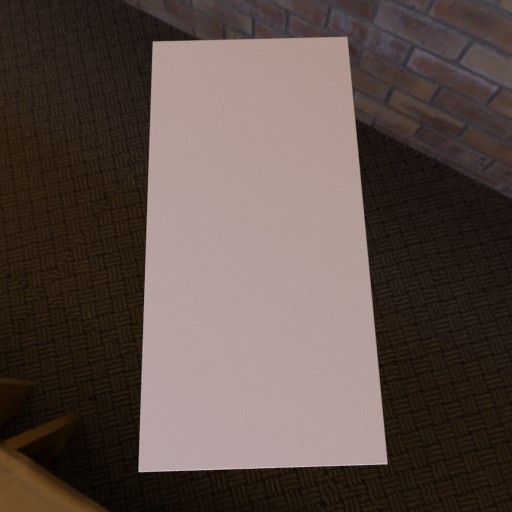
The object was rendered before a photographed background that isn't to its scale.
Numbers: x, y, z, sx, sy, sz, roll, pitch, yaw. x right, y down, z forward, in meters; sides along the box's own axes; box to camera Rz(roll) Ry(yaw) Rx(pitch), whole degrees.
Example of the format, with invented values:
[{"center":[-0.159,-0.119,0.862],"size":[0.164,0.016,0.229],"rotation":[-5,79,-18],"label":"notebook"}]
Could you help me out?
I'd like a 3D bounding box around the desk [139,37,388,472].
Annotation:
[{"center":[0.000,0.000,1.758],"size":[0.690,0.740,1.400],"rotation":[-2,76,0],"label":"desk"}]
